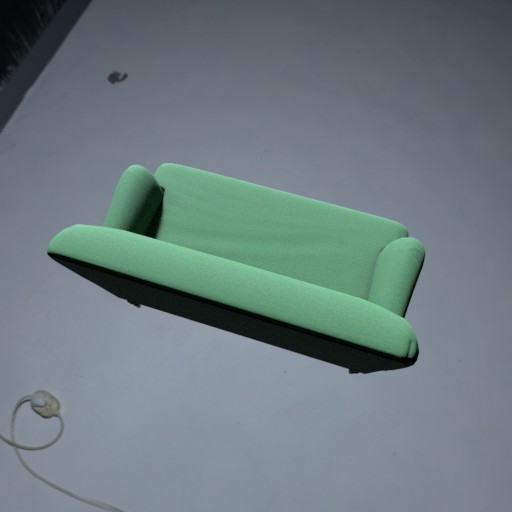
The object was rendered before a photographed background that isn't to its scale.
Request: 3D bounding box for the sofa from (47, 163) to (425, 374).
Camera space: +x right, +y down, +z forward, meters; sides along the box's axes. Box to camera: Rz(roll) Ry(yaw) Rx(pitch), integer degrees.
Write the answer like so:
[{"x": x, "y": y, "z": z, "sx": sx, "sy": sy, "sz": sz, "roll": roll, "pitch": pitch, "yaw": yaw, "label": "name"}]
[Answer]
[{"x": 0.000, "y": 0.000, "z": 1.851, "sx": 1.297, "sy": 0.889, "sz": 0.779, "roll": 16, "pitch": 65, "yaw": 8, "label": "sofa"}]
